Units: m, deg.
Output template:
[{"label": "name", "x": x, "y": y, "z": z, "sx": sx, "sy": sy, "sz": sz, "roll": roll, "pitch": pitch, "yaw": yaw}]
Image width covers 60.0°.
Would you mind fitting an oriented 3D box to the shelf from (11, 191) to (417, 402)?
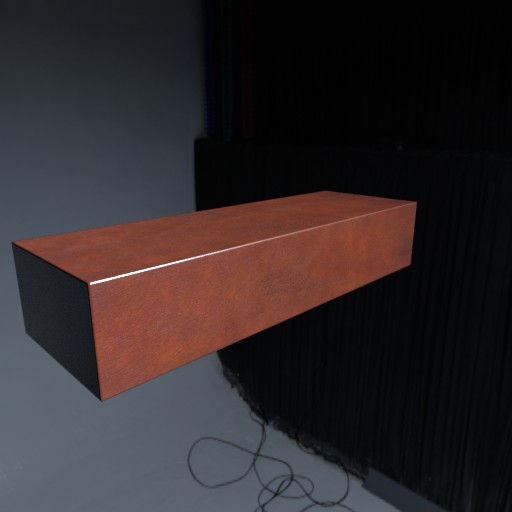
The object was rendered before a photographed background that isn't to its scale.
[{"label": "shelf", "x": 0.000, "y": 0.000, "z": 0.506, "sx": 0.457, "sy": 0.088, "sz": 0.152, "roll": -16, "pitch": 22, "yaw": -42}]
